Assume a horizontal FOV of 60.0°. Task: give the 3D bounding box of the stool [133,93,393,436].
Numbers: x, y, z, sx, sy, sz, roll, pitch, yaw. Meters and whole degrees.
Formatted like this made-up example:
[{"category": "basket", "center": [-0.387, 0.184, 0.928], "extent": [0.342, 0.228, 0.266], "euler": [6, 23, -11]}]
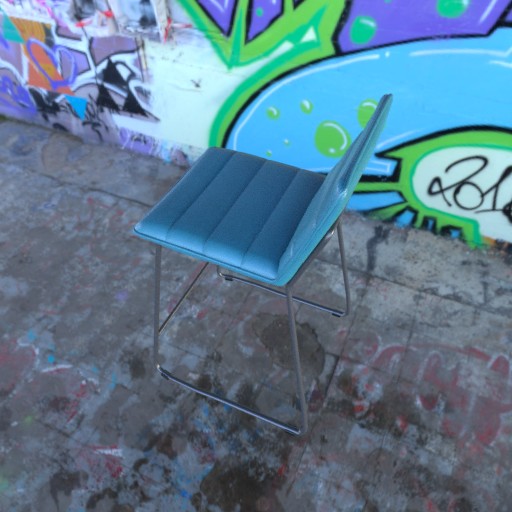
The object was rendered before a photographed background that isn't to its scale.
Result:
[{"category": "stool", "center": [0.000, 0.000, 1.208], "extent": [0.524, 0.866, 0.489], "euler": [18, 48, 16]}]
